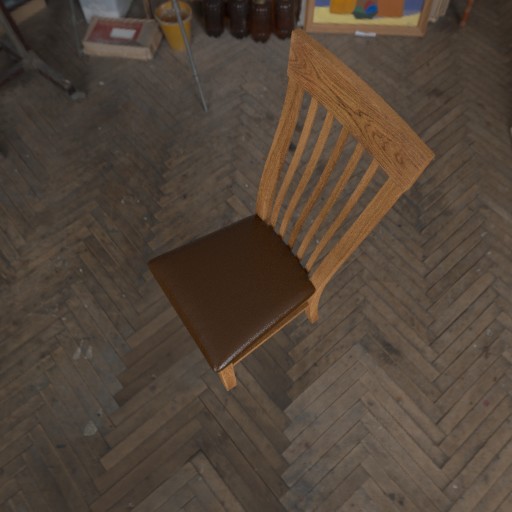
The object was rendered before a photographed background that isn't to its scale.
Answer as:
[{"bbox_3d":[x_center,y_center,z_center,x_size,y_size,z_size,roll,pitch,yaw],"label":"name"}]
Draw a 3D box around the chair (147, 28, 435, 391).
[{"bbox_3d":[0.000,0.000,1.362,0.580,1.050,0.450,-31,68,-14],"label":"chair"}]
